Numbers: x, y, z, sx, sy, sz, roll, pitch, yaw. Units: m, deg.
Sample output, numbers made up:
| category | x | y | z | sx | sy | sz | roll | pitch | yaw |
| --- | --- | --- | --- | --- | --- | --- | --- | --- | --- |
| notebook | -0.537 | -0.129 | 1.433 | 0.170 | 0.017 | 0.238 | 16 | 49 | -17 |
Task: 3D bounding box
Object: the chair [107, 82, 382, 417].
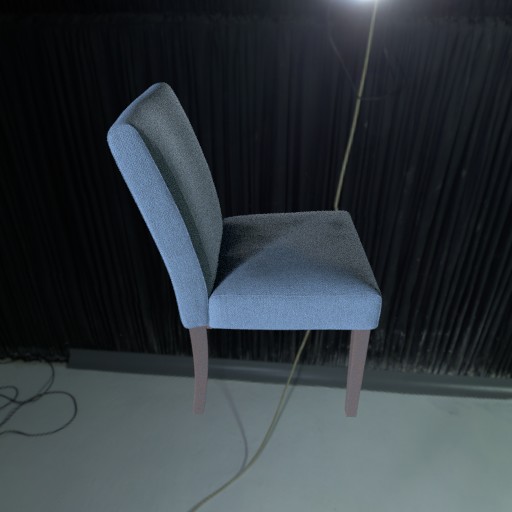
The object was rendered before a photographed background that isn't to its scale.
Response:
| category | x | y | z | sx | sy | sz | roll | pitch | yaw |
| --- | --- | --- | --- | --- | --- | --- | --- | --- | --- |
| chair | 0.000 | 0.000 | 1.288 | 0.629 | 0.882 | 0.487 | 0 | 32 | 0 |
